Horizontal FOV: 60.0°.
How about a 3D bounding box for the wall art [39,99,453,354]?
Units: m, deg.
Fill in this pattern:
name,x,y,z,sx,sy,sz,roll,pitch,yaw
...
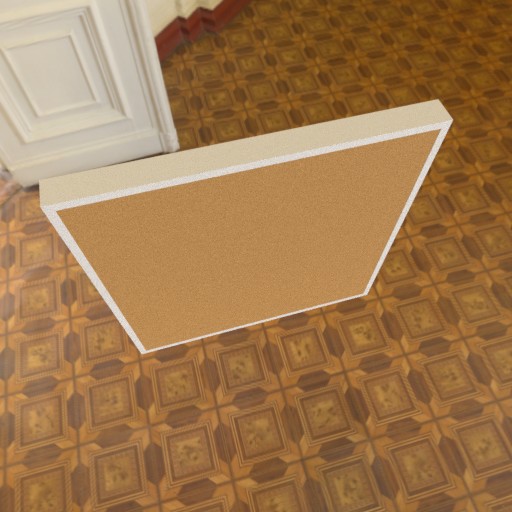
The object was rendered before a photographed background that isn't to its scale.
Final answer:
name,x,y,z,sx,sy,sz,roll,pitch,yaw
wall art,0.000,0.000,0.755,0.509,0.509,0.040,-14,60,-8
